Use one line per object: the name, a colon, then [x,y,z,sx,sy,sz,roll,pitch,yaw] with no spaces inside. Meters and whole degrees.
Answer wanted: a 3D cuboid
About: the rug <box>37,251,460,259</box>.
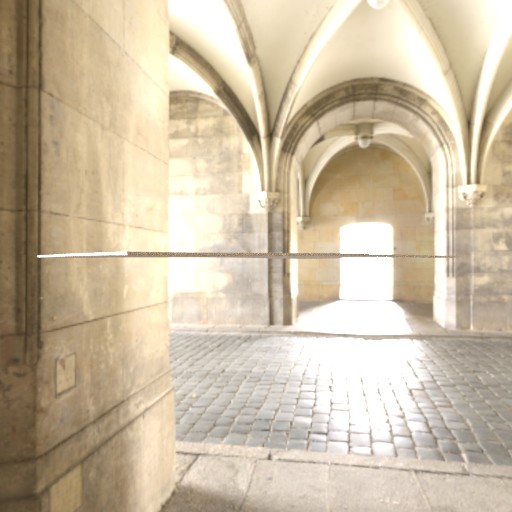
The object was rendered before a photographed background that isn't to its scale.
rug: [0.000,0.000,2.261,1.820,0.022,1.179,0,-1,-37]
